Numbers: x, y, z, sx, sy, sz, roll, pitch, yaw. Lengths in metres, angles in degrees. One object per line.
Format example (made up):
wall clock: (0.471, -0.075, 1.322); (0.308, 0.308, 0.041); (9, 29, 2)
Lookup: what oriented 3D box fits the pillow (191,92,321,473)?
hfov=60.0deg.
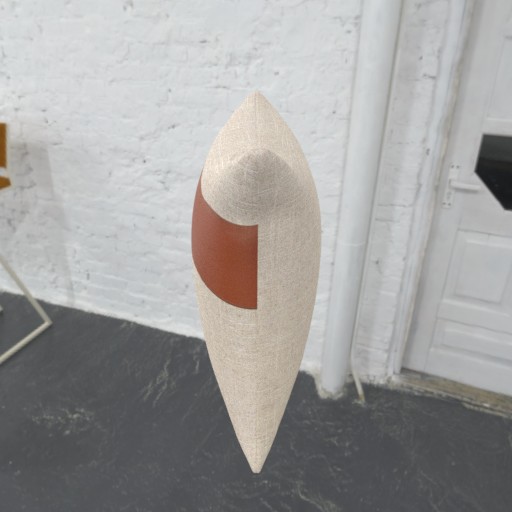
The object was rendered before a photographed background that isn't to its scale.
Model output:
pillow: (0.000, 0.000, 0.631); (0.173, 0.399, 0.414); (0, 27, 0)
